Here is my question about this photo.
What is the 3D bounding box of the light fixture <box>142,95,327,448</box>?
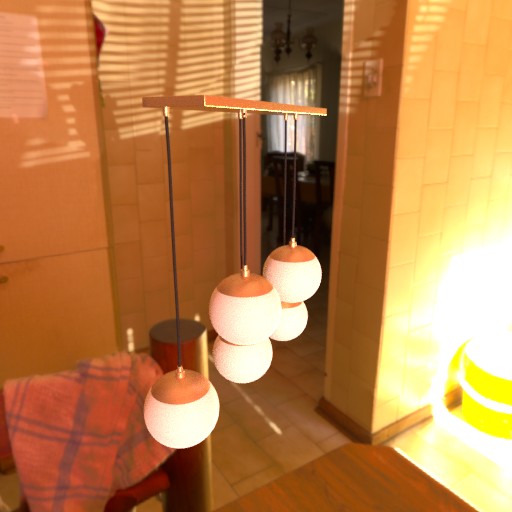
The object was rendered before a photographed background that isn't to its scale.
[{"bbox_3d":[0.000,0.000,1.340,0.299,0.869,0.863,8,18,26],"label":"light fixture"}]
